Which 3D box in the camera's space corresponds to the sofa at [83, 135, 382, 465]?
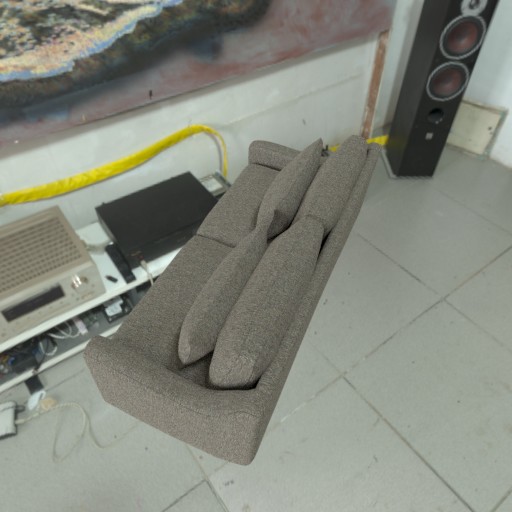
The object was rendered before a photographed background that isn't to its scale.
[{"bbox_3d":[0.000,0.000,3.082,1.103,0.998,2.418,18,49,16],"label":"sofa"}]
